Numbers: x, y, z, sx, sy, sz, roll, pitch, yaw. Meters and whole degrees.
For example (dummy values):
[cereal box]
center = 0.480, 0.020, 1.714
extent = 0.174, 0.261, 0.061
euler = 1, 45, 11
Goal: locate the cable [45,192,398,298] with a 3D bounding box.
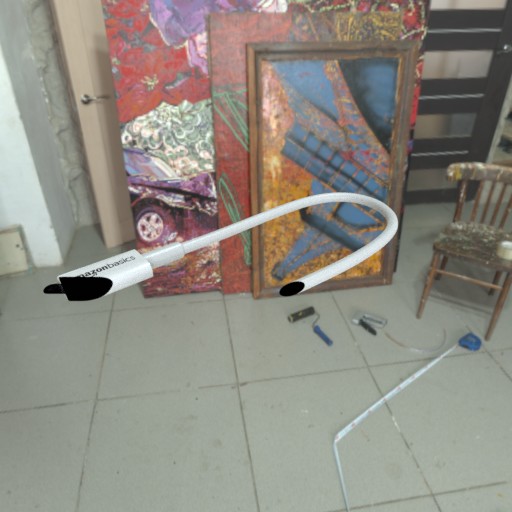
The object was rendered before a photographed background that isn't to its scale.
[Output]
[cable]
center = 0.000, 0.000, 0.112
extent = 0.098, 0.006, 0.040
euler = -23, 39, -32
